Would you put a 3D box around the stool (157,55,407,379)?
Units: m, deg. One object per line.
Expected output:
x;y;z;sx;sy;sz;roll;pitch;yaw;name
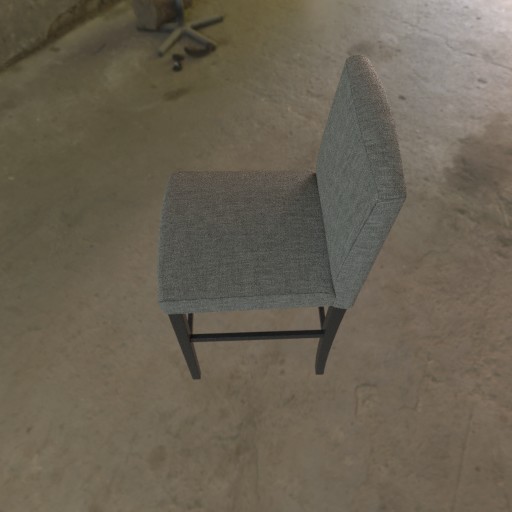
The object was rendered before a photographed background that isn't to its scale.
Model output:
0.000;0.000;1.379;0.552;1.138;0.451;-2;58;-1;stool
